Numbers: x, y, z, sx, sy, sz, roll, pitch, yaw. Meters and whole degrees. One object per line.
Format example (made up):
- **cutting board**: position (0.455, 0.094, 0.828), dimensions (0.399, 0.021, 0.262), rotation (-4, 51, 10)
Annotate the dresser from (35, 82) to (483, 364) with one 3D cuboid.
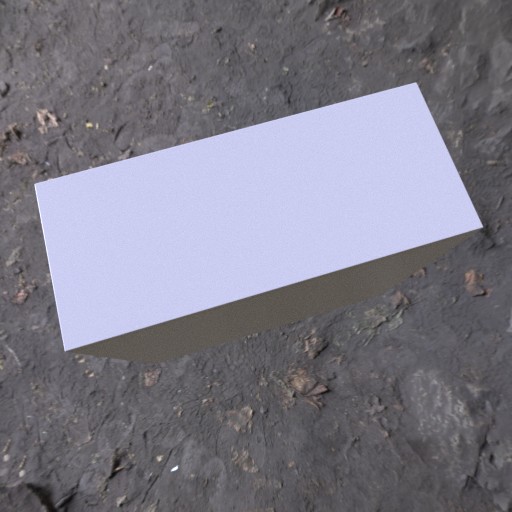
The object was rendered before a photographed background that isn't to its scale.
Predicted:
- **dresser**: position (0.000, 0.000, 1.650), dimensions (1.100, 1.000, 0.460), rotation (-16, 75, -4)
